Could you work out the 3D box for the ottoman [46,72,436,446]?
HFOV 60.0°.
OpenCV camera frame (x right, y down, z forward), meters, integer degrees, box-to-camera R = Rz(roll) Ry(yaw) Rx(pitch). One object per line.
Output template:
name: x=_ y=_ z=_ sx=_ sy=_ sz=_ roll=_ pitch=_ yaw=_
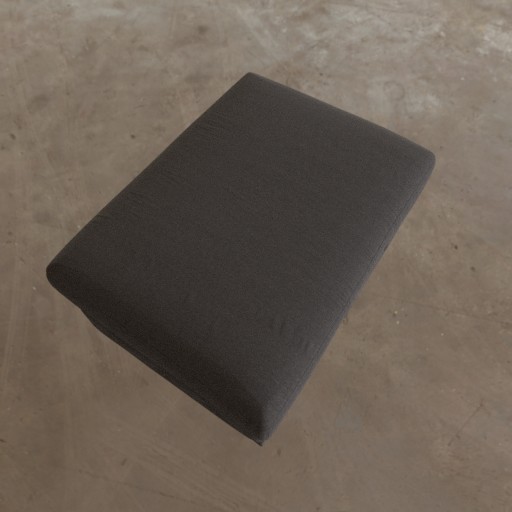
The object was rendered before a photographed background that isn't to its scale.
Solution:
ottoman: x=0.000 y=0.000 z=1.150 sx=0.569 sy=0.500 sz=0.771 roll=30 pitch=64 yaw=17
